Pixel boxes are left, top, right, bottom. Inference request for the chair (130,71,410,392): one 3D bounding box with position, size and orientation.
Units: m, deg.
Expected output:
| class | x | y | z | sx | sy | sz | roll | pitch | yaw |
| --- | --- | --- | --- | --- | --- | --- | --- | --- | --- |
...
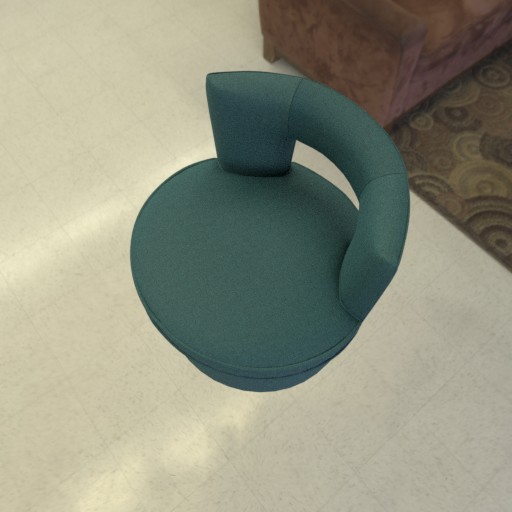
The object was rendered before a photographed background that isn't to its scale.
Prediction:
| class | x | y | z | sx | sy | sz | roll | pitch | yaw |
| --- | --- | --- | --- | --- | --- | --- | --- | --- | --- |
| chair | 0.000 | 0.000 | 1.229 | 0.660 | 0.711 | 0.684 | -34 | 68 | -16 |
